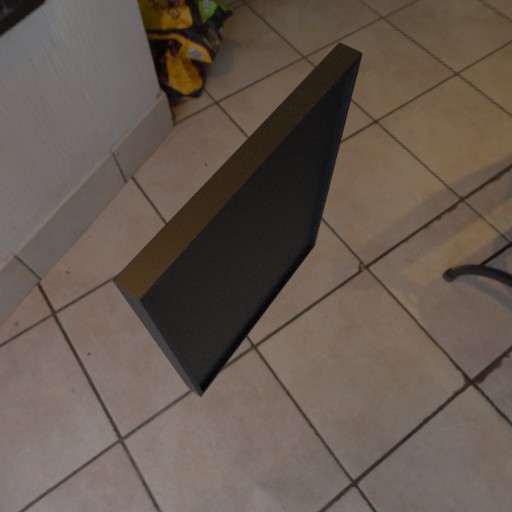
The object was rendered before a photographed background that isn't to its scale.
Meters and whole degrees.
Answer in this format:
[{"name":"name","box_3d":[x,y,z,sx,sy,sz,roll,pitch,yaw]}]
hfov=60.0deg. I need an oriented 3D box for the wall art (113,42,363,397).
[{"name":"wall art","box_3d":[0.000,0.000,0.777,0.039,0.555,0.449,33,67,16]}]
